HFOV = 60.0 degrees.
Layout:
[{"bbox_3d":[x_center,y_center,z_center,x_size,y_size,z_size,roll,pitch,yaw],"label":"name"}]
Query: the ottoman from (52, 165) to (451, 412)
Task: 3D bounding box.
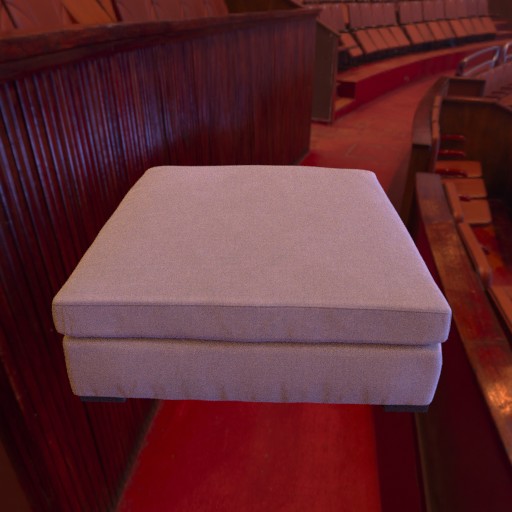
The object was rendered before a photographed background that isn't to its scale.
[{"bbox_3d":[0.000,0.000,1.813,1.203,0.517,1.171,1,30,2],"label":"ottoman"}]
